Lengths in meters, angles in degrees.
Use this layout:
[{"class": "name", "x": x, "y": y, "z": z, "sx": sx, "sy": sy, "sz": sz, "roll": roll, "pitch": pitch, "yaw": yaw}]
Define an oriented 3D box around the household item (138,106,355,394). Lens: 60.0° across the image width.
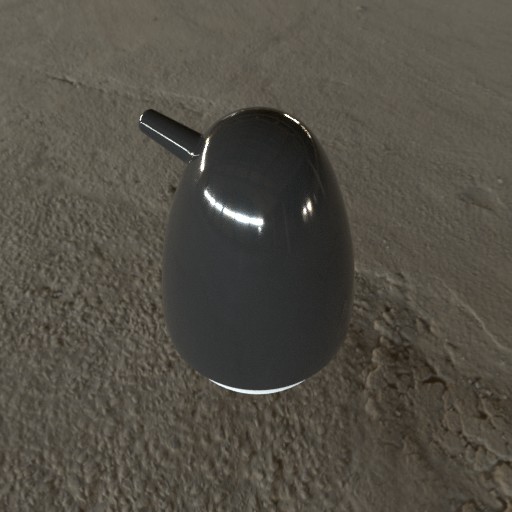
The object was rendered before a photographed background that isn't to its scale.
[{"class": "household item", "x": 0.000, "y": 0.000, "z": 0.219, "sx": 0.104, "sy": 0.152, "sz": 0.102, "roll": 16, "pitch": 49, "yaw": 15}]
